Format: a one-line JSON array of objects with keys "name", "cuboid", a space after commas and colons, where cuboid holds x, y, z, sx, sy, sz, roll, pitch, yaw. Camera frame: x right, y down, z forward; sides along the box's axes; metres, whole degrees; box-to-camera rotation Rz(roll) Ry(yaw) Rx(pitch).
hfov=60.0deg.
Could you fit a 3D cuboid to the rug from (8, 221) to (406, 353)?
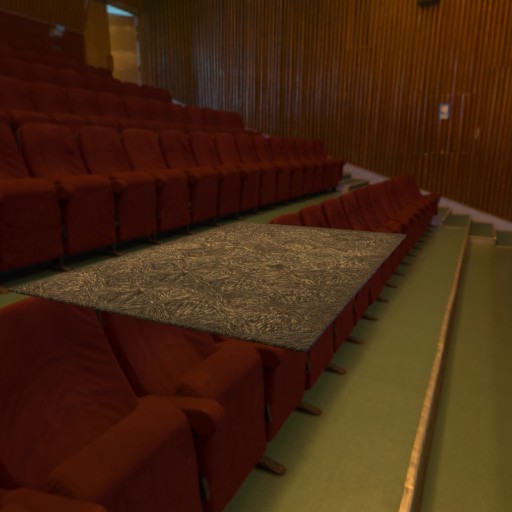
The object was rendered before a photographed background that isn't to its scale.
[{"name": "rug", "cuboid": [0.000, 0.000, 2.117, 1.139, 0.010, 1.754, 7, 15, 25]}]
